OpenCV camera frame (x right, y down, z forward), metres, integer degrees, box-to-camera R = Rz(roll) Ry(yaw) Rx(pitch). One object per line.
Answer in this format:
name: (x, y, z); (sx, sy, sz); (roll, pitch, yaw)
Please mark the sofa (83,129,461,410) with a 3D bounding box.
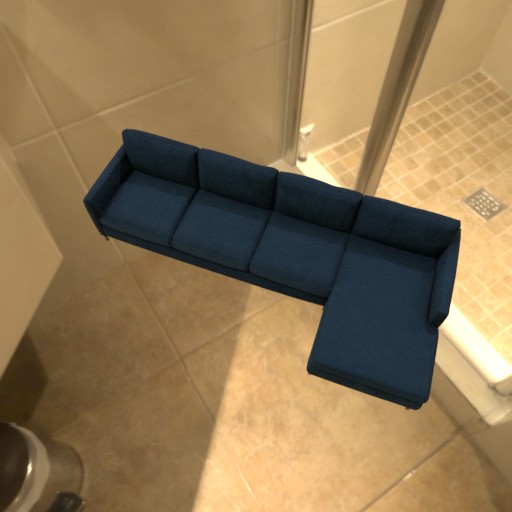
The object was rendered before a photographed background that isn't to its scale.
sofa: (0.000, 0.000, 3.489); (2.932, 0.810, 1.350); (18, 60, 10)
